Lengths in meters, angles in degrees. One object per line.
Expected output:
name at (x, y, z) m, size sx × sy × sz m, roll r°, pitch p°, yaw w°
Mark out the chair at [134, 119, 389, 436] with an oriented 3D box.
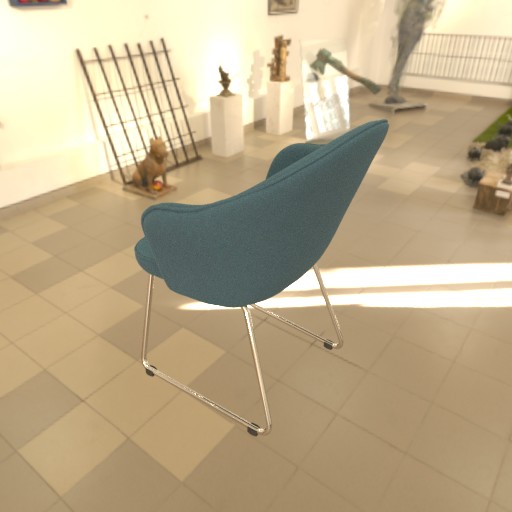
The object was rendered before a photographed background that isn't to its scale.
chair at (0.000, 0.000, 1.232) m, size 0.585 × 0.815 × 0.570 m, roll 21°, pitch 37°, yaw 31°
